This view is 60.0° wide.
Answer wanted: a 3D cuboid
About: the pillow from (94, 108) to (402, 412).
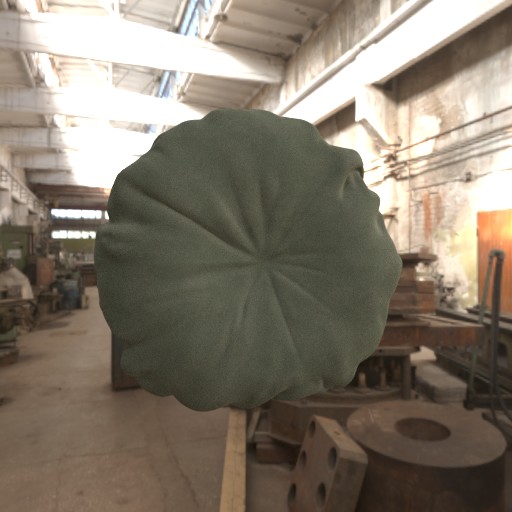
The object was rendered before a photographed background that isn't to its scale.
[{"bbox_3d":[0.000,0.000,0.623,0.428,0.407,0.148,0,0,-17],"label":"pillow"}]
